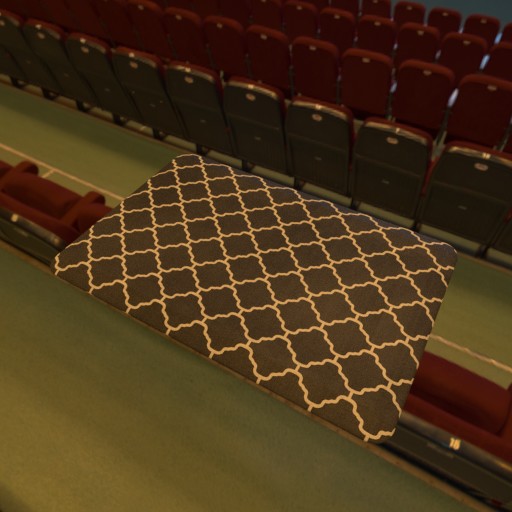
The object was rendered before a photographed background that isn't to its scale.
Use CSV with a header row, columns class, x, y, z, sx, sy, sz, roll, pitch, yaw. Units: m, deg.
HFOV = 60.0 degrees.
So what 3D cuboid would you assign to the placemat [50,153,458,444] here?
class,x,y,z,sx,sy,sz,roll,pitch,yaw
placemat,0.000,0.000,0.961,0.762,0.021,0.508,23,51,20
